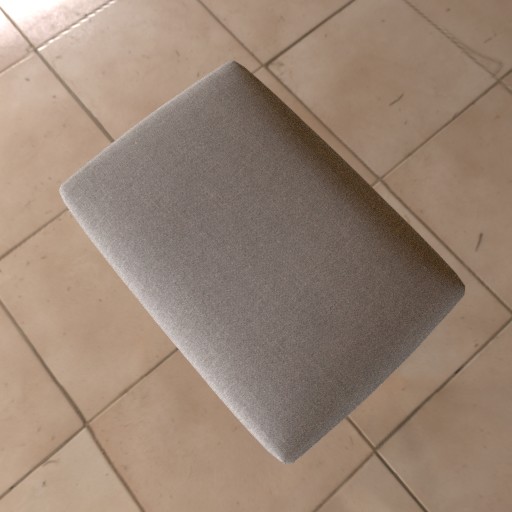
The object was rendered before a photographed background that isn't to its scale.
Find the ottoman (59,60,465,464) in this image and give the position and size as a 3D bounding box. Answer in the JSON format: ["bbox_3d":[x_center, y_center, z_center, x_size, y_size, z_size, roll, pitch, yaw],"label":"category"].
[{"bbox_3d":[0.000,0.000,1.164,0.584,0.457,0.838,-40,78,-10],"label":"ottoman"}]
